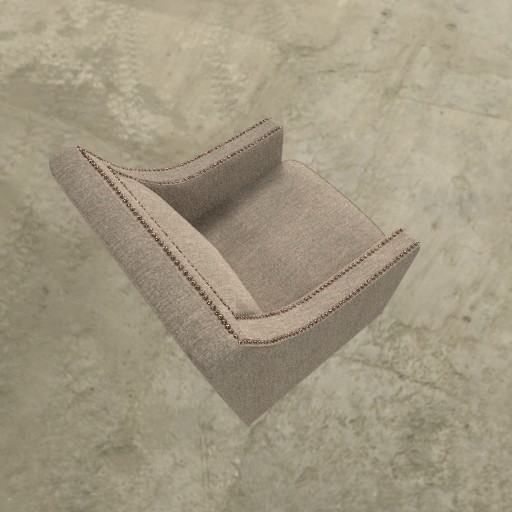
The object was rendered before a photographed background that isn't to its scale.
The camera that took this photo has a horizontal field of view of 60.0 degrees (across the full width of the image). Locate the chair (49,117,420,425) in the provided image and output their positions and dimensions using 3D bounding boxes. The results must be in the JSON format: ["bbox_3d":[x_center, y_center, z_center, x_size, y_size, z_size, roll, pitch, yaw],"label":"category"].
[{"bbox_3d":[0.000,0.000,1.598,0.884,0.967,0.776,-35,65,-19],"label":"chair"}]
